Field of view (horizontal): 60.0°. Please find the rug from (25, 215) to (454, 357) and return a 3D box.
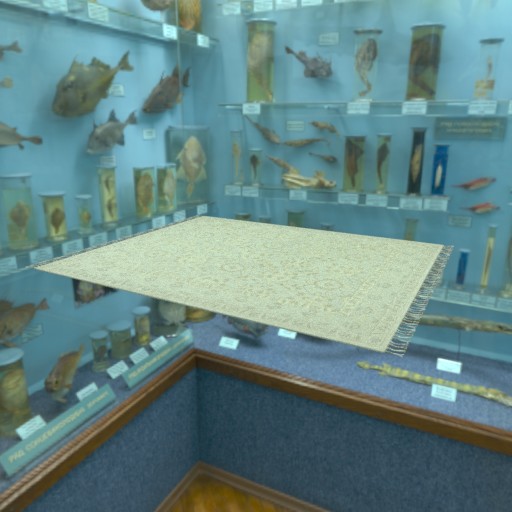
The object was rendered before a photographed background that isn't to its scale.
[{"bbox_3d":[0.000,0.000,3.970,3.043,0.013,2.444,9,19,28],"label":"rug"}]
